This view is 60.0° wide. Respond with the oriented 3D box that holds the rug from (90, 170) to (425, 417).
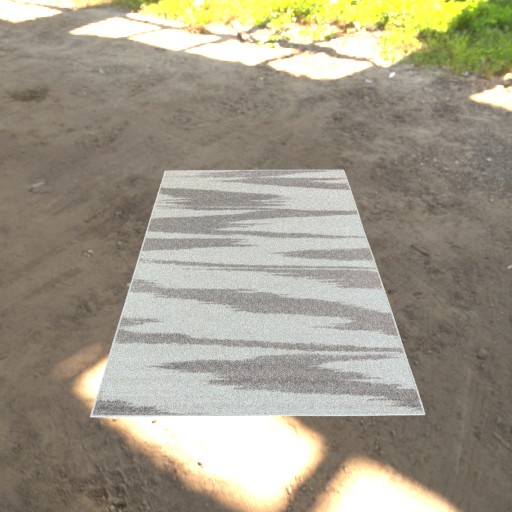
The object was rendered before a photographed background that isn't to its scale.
[{"bbox_3d":[0.000,0.000,2.314,1.225,0.008,1.827,0,40,0],"label":"rug"}]
